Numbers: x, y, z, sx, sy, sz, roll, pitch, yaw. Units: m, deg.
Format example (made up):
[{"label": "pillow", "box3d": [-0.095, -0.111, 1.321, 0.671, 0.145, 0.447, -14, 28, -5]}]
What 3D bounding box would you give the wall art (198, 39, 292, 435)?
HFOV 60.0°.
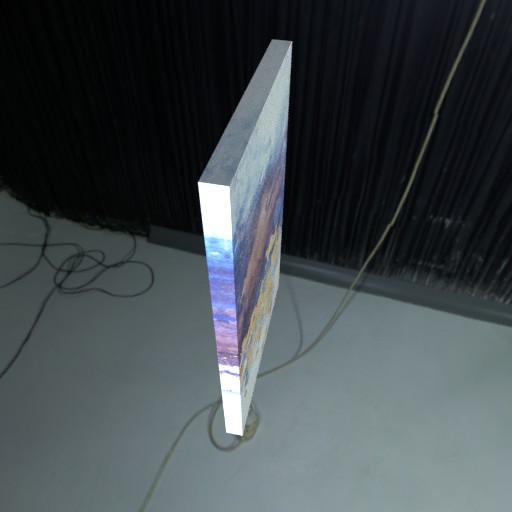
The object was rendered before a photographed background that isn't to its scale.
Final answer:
[{"label": "wall art", "box3d": [0.000, 0.000, 1.158, 0.048, 0.874, 0.583, 9, 46, 9]}]
